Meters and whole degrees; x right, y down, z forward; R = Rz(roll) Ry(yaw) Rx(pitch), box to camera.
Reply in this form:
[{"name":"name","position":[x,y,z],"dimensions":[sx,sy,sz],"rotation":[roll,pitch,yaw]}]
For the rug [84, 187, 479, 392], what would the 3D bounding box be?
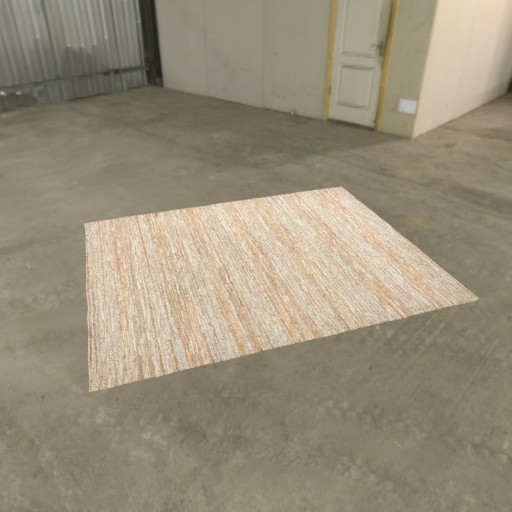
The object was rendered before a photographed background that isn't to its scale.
[{"name":"rug","position":[0.000,0.000,4.002],"dimensions":[2.939,0.009,2.313],"rotation":[-10,34,-15]}]
